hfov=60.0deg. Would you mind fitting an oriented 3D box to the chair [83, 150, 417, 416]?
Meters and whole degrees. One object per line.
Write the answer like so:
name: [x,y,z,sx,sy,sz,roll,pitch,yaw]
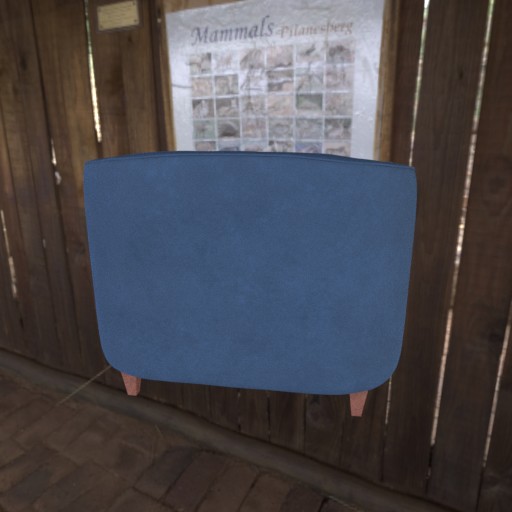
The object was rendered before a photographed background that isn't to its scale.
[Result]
chair: [0.000,0.000,1.745,1.094,0.852,0.940,2,17,8]
